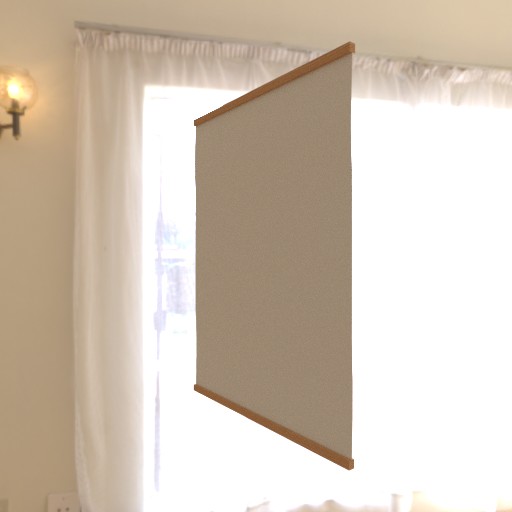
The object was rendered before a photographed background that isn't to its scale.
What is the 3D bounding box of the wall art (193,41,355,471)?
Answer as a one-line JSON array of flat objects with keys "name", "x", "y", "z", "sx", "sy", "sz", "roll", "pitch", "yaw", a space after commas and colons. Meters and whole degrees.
[{"name": "wall art", "x": 0.000, "y": 0.000, "z": 0.812, "sx": 0.011, "sy": 0.605, "sz": 0.458, "roll": 0, "pitch": 0, "yaw": -36}]
